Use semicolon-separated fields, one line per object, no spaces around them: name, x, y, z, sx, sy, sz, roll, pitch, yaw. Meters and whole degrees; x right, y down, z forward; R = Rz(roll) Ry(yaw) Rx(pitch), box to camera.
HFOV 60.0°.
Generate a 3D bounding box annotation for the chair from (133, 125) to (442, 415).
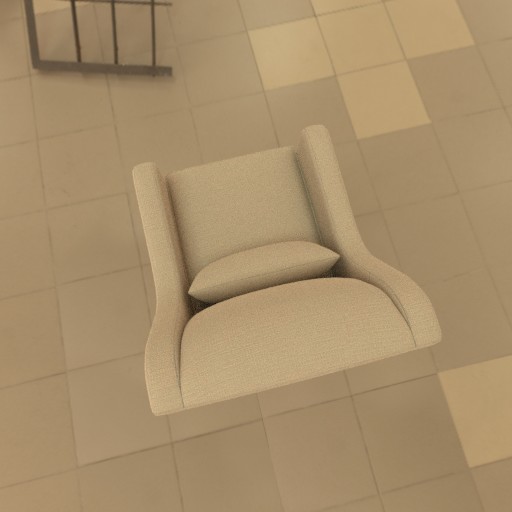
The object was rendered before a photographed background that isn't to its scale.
chair;0.000;0.000;1.600;0.715;1.017;0.896;-14;75;-4
